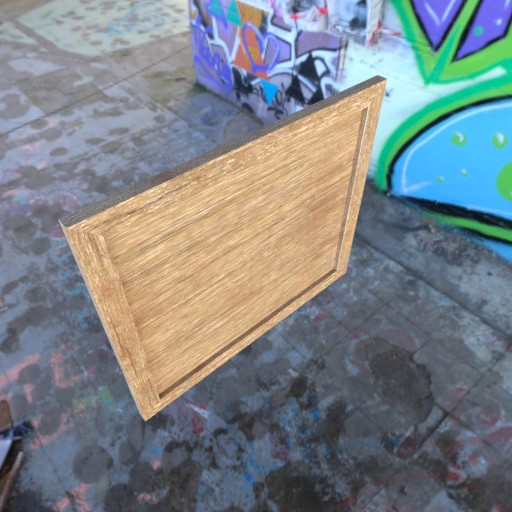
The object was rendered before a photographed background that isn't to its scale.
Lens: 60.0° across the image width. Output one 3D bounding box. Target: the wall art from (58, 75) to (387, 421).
[{"bbox_3d":[0.000,0.000,0.961,0.690,0.588,0.026,-32,54,-27],"label":"wall art"}]
